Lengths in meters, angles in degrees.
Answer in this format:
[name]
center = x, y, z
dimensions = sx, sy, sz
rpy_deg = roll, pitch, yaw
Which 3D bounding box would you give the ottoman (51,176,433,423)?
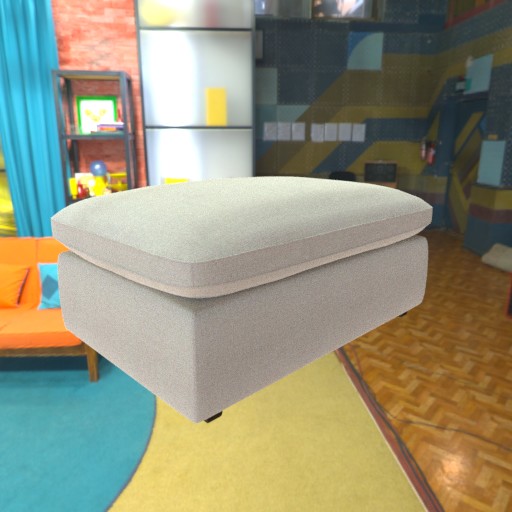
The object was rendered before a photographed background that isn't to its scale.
[ottoman]
center = 0.000, 0.000, 1.348
dimensions = 0.984, 0.453, 0.686
rpy_deg = -14, 20, -42
